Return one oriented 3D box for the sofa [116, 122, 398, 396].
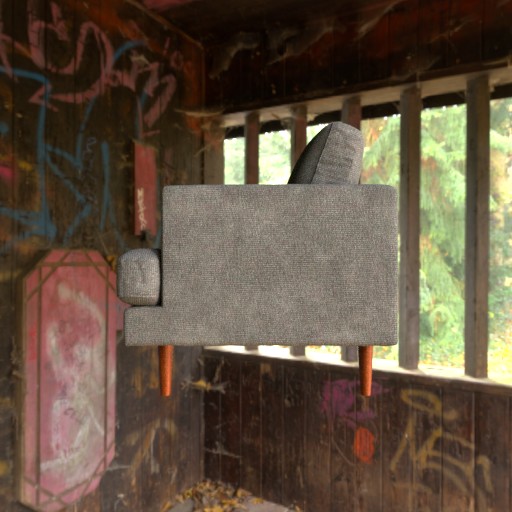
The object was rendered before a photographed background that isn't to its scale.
[{"bbox_3d":[0.000,0.000,2.161,0.903,0.956,1.582,0,0,0],"label":"sofa"}]
